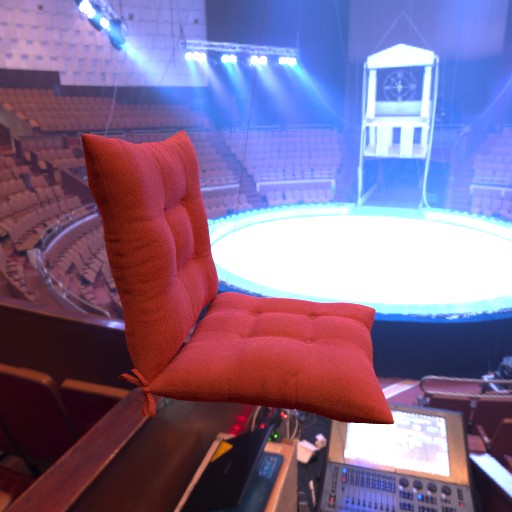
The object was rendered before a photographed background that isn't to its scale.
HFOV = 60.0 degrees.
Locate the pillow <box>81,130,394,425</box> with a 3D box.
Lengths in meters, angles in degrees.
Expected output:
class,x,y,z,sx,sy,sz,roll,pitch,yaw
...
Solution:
class,x,y,z,sx,sy,sz,roll,pitch,yaw
pillow,0.000,0.000,0.988,0.585,0.536,0.541,3,16,10
